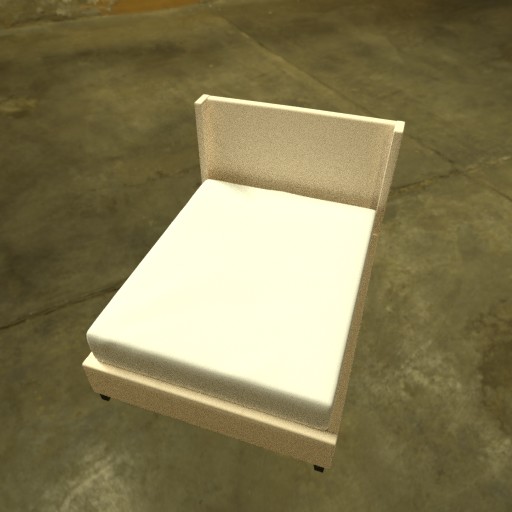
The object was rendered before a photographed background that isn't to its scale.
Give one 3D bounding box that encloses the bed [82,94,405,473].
[{"bbox_3d":[0.000,0.000,3.438,1.765,1.471,2.280,13,43,14],"label":"bed"}]
